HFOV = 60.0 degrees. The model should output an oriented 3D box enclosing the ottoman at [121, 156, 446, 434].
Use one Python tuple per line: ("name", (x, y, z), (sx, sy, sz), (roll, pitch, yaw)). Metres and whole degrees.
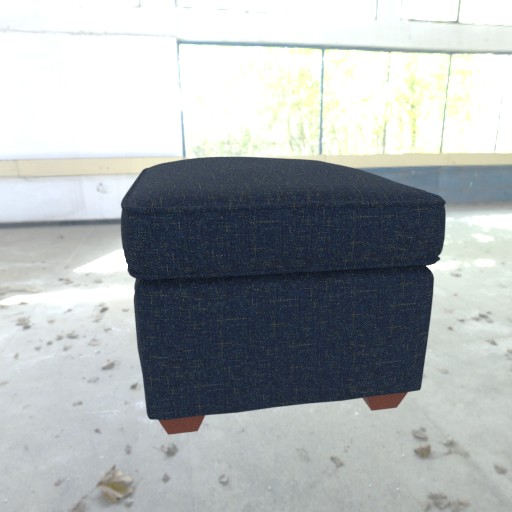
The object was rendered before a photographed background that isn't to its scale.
("ottoman", (0.000, 0.000, 1.071), (0.549, 0.450, 0.749), (-3, 16, -10))
